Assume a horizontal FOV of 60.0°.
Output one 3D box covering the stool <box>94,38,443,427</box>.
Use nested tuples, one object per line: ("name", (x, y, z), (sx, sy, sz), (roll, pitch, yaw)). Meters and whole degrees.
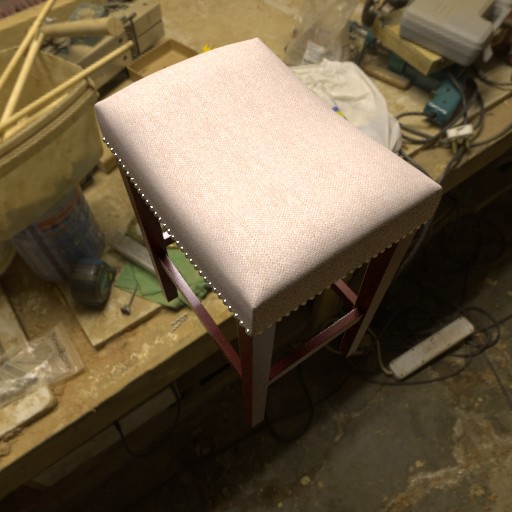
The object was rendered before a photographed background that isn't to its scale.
("stool", (0.000, 0.000, 1.015), (0.372, 0.742, 0.504), (-31, 62, -18))
